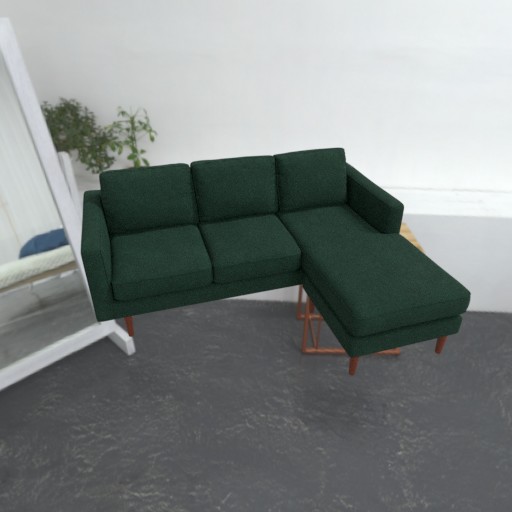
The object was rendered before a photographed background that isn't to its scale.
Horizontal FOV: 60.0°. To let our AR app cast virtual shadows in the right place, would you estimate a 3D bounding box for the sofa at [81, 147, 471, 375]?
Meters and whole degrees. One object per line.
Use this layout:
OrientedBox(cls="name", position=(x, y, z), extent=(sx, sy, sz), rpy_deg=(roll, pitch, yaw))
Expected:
OrientedBox(cls="sofa", position=(0.000, 0.000, 2.818), extent=(2.030, 0.899, 1.580), rpy_deg=(-9, 33, -14))
